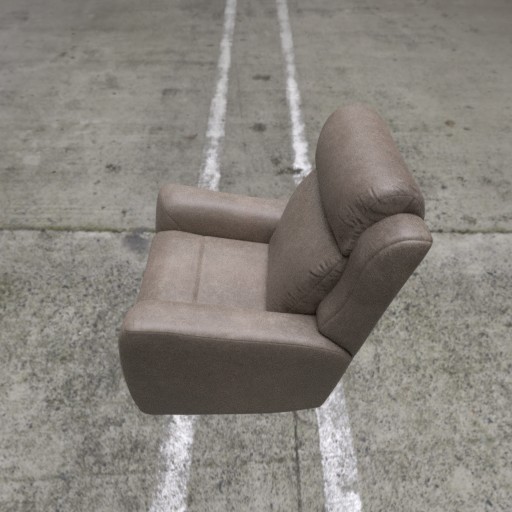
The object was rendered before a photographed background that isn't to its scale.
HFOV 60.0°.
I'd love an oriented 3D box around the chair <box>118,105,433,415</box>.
[{"bbox_3d":[0.000,0.000,1.916,1.068,1.116,0.967,0,42,0],"label":"chair"}]
